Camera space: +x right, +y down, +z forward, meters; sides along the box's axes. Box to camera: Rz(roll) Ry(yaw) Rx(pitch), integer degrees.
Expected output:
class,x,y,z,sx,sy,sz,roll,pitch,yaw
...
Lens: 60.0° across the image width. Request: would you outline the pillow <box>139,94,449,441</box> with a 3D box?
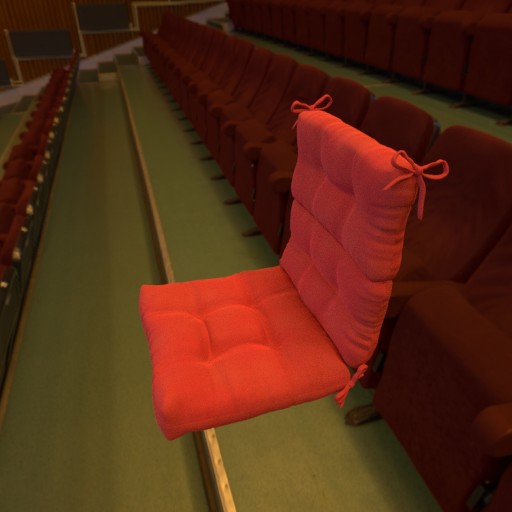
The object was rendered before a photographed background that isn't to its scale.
class,x,y,z,sx,sy,sz,roll,pitch,yaw
pillow,0.000,0.000,1.044,0.571,0.605,0.519,-10,33,-15
